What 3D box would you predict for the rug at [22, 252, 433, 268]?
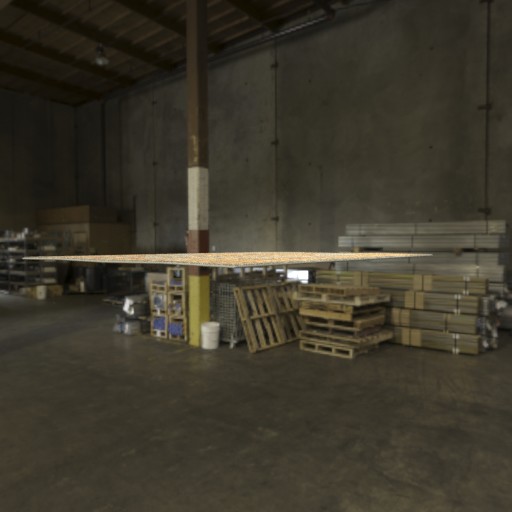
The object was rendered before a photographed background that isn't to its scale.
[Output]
[{"bbox_3d":[0.000,0.000,3.934,2.158,0.024,3.063,1,2,38],"label":"rug"}]
